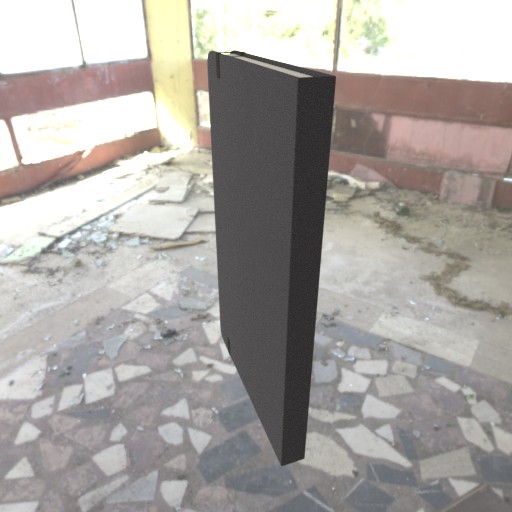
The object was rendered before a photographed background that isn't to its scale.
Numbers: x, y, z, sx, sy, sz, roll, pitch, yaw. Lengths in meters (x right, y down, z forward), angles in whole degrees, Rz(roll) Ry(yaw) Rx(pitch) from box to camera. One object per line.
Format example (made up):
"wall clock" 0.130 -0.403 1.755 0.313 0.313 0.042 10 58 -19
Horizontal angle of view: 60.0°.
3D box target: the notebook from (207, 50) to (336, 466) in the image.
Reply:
"notebook" 0.000 0.000 0.261 0.016 0.213 0.127 -10 31 -17
